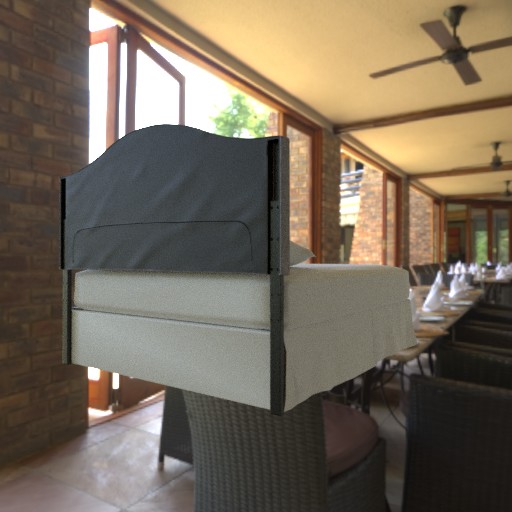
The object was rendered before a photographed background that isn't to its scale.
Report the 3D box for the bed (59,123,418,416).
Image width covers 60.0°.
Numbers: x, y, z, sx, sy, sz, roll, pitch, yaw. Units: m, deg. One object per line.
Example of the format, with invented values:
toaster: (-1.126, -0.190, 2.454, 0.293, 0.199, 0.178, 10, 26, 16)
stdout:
bed: (0.000, 0.000, 2.963, 1.610, 1.295, 1.870, 0, 0, 35)
